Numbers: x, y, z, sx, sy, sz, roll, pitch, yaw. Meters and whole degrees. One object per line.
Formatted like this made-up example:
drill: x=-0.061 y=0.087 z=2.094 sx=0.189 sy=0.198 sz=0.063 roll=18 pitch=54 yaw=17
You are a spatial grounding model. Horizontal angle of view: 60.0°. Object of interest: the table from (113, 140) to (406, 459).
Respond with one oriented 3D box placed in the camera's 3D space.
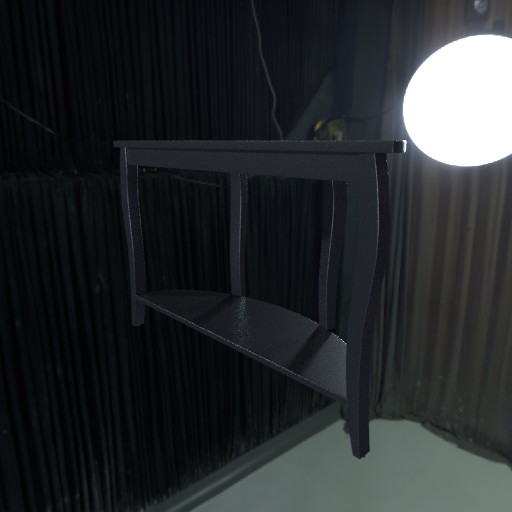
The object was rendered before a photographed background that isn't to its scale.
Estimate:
table: x=0.000 y=0.000 z=1.549 sx=0.394 sy=0.780 sz=1.219 roll=-13 pitch=20 yaw=-42
